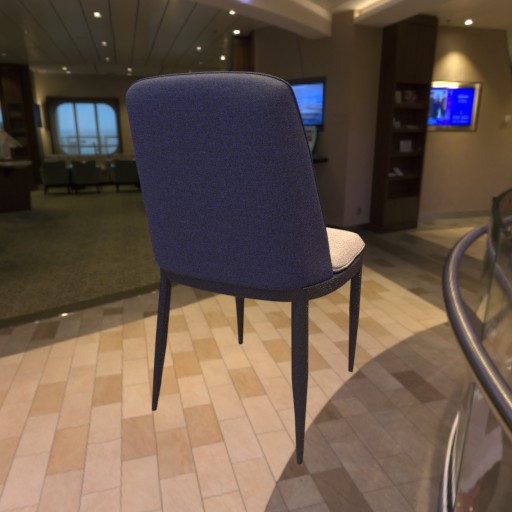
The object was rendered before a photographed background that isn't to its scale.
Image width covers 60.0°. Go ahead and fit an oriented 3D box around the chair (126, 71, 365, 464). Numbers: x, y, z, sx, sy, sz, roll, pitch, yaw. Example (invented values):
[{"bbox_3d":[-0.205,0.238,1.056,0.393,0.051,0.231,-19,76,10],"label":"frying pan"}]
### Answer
[{"bbox_3d":[0.000,0.000,1.159,0.480,0.839,0.551,8,18,27],"label":"chair"}]
